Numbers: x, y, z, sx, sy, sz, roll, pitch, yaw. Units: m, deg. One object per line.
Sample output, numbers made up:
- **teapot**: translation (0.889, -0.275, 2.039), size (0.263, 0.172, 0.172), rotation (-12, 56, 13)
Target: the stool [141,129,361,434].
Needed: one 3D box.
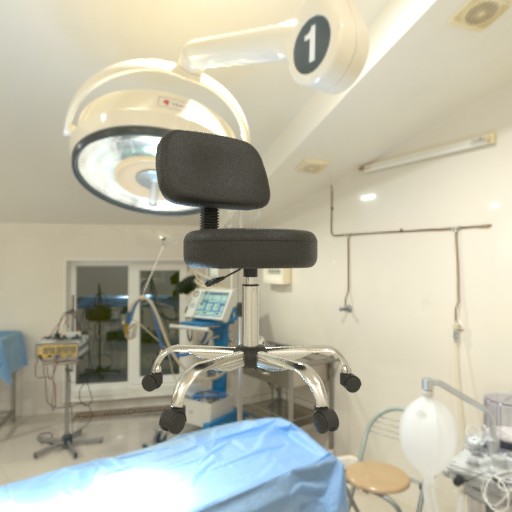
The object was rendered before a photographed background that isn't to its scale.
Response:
- **stool**: translation (0.000, 0.000, 1.325), size (0.673, 0.862, 0.648), rotation (0, -1, -35)
